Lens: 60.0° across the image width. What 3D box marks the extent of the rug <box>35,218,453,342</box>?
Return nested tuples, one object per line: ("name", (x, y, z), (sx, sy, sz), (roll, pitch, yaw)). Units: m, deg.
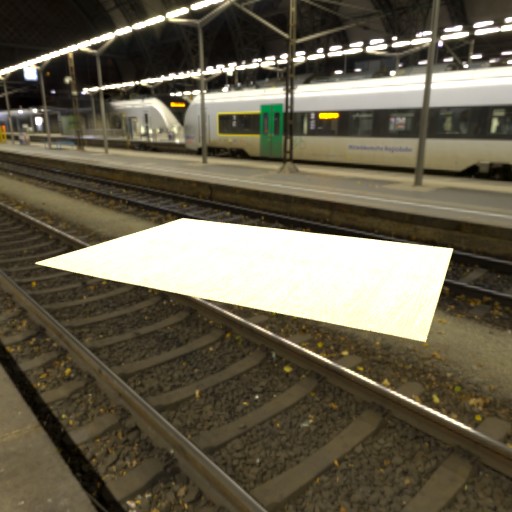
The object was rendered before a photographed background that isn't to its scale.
("rug", (0.000, 0.000, 2.354), (1.850, 0.015, 1.250), (8, 18, 26))
